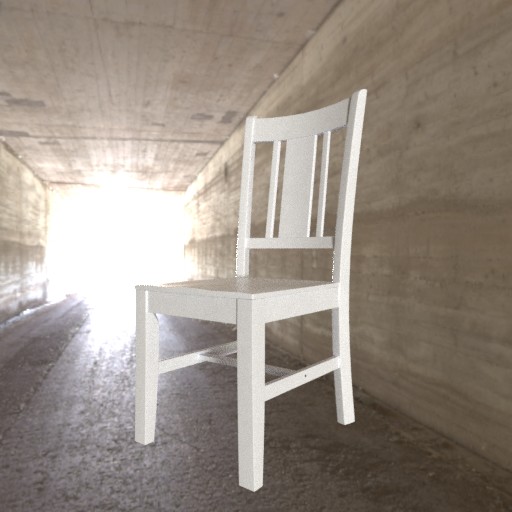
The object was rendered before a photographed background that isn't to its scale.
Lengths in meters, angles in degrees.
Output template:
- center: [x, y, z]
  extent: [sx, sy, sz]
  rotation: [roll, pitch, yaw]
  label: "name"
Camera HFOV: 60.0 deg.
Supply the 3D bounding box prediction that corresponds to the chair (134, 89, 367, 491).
- center: [0.000, 0.000, 1.275]
  extent: [0.450, 0.998, 0.555]
  rotation: [1, 1, 38]
  label: "chair"
